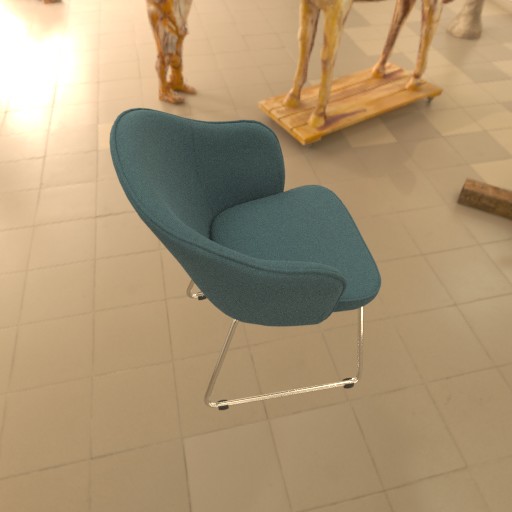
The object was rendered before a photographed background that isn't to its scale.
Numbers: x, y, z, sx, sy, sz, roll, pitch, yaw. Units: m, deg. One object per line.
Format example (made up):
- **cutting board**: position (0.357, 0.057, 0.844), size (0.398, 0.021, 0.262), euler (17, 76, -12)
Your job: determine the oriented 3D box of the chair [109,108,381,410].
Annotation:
- **chair**: position (0.000, 0.000, 1.199), size (0.585, 0.815, 0.570), euler (-10, 48, -9)
